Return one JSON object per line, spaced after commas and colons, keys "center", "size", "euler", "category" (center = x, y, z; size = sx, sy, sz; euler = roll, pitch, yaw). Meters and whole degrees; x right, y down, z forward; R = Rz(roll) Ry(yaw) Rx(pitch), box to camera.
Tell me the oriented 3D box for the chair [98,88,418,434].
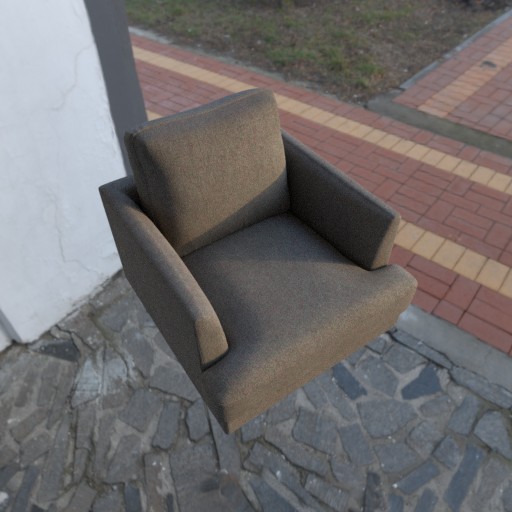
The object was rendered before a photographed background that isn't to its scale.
{"center": [0.000, 0.000, 1.683], "size": [0.858, 0.957, 0.899], "euler": [-26, 51, -23], "category": "chair"}
